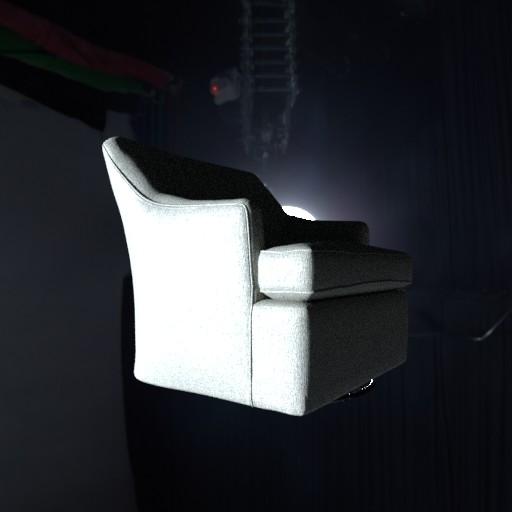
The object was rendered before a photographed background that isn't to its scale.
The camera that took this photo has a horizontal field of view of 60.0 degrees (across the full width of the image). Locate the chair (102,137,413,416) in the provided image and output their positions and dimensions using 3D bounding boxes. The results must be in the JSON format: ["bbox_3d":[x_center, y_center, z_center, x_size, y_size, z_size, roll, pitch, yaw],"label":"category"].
[{"bbox_3d":[0.000,0.000,1.622,0.923,0.856,0.864,-1,-1,37],"label":"chair"}]
